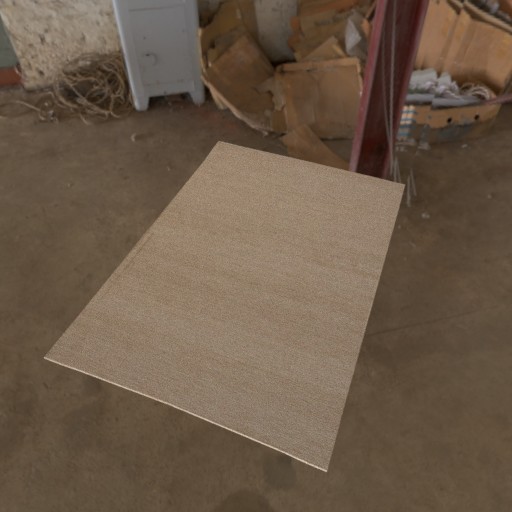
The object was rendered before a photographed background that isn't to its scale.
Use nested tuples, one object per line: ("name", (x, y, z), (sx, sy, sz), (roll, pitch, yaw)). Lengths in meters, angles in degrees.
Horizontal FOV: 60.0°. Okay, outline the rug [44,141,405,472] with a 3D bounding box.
("rug", (0.000, 0.000, 3.718), (2.032, 0.038, 2.869), (17, 50, 15))
